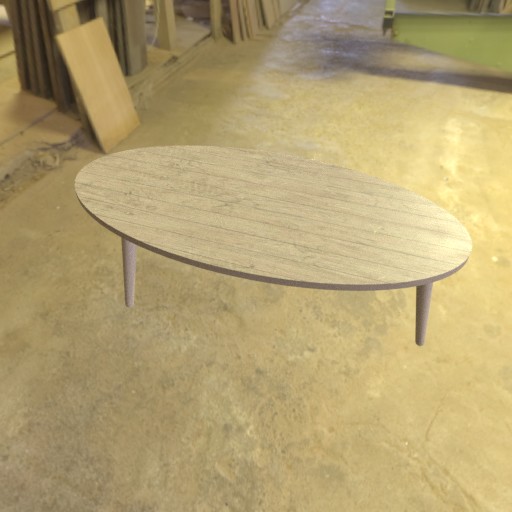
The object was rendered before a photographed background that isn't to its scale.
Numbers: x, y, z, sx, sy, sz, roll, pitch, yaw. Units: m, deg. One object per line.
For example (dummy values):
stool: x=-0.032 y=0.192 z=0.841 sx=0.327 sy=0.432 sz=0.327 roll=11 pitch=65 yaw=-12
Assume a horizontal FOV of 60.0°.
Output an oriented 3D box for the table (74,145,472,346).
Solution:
table: x=0.000 y=0.000 z=1.310 sx=1.083 sy=0.390 sz=0.542 roll=13 pitch=43 yaw=15
